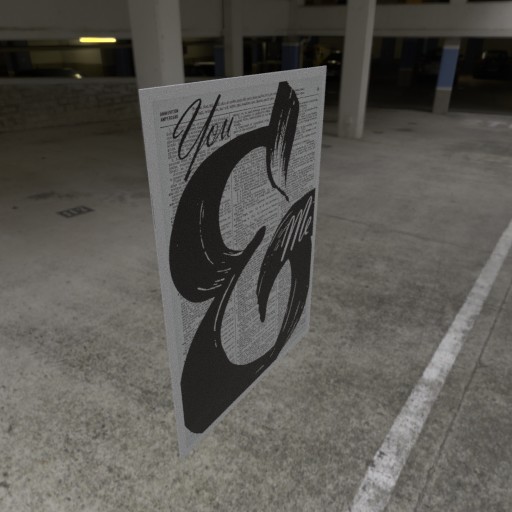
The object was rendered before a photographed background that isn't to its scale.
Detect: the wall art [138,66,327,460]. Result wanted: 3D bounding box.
[{"bbox_3d":[0.000,0.000,0.803,0.003,0.609,0.457,18,32,31],"label":"wall art"}]
